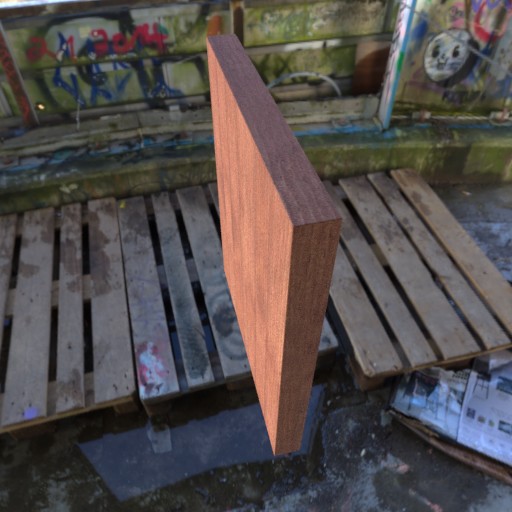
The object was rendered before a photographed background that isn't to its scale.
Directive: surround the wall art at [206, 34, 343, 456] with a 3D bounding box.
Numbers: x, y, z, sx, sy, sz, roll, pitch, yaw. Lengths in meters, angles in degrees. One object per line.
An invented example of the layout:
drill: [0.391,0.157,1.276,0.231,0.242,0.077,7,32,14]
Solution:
wall art: [0.000,0.000,0.613,0.039,0.449,0.377,-10,47,-10]
